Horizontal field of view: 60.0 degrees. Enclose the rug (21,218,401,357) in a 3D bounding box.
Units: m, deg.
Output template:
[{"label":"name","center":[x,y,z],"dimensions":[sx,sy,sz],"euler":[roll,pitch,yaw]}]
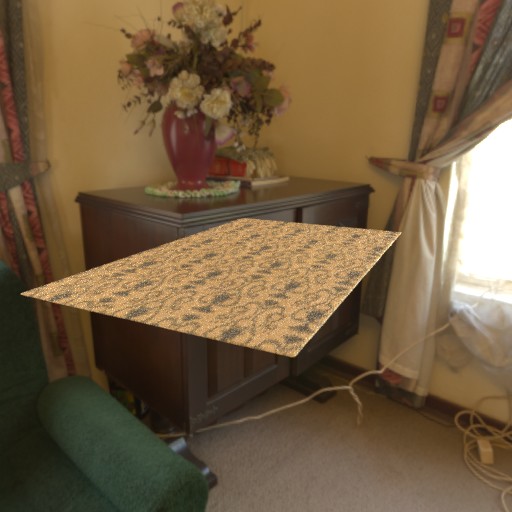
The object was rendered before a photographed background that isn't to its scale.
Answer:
[{"label":"rug","center":[0.000,0.000,2.046],"dimensions":[1.035,0.006,1.652],"euler":[7,17,25]}]
